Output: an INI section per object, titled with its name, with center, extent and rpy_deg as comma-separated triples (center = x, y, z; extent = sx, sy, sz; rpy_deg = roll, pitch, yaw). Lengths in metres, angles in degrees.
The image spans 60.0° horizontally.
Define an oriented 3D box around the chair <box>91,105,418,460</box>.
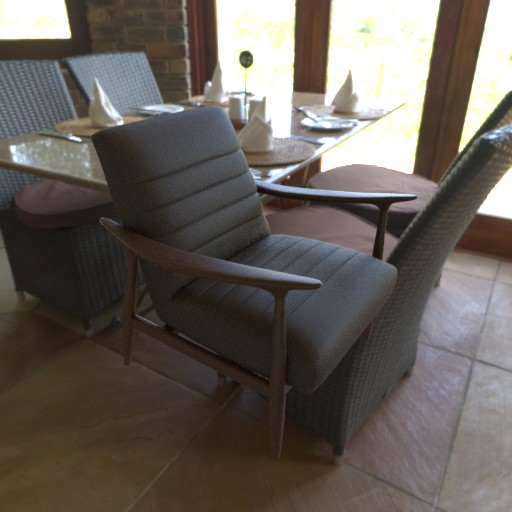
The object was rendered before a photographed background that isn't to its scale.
[chair]
center = 0.000, 0.000, 1.458
extent = 0.798, 0.831, 0.741
rpy_deg = 18, 32, 31
